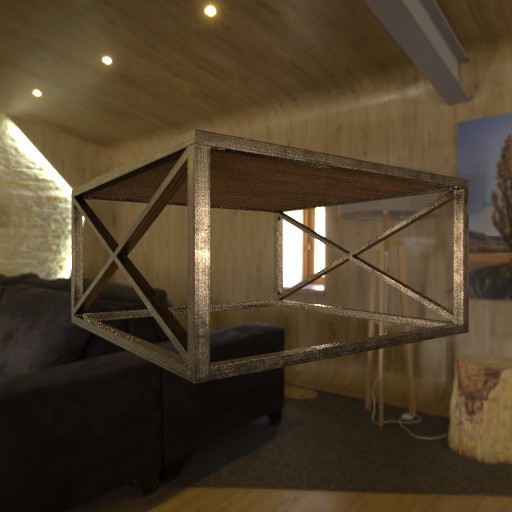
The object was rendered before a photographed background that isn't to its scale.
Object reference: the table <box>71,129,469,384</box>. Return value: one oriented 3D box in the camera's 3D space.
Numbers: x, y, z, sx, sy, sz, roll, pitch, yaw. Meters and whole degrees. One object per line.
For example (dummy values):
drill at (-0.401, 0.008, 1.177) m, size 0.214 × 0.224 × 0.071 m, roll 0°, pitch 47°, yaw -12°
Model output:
table at (0.000, 0.000, 1.412) m, size 0.909 × 0.451 × 0.899 m, roll 0°, pitch 0°, yaw -36°
